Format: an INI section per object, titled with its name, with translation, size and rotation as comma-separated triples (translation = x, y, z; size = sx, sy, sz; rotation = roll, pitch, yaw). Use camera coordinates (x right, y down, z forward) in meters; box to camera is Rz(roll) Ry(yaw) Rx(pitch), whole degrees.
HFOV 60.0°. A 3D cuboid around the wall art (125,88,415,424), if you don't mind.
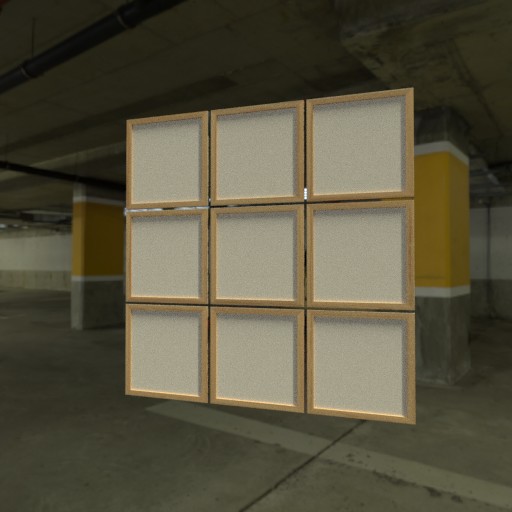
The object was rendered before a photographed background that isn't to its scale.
[wall art]
translation = 0.000, 0.000, 1.344
size = 0.904, 0.913, 0.013
rotation = 0, -1, 18
